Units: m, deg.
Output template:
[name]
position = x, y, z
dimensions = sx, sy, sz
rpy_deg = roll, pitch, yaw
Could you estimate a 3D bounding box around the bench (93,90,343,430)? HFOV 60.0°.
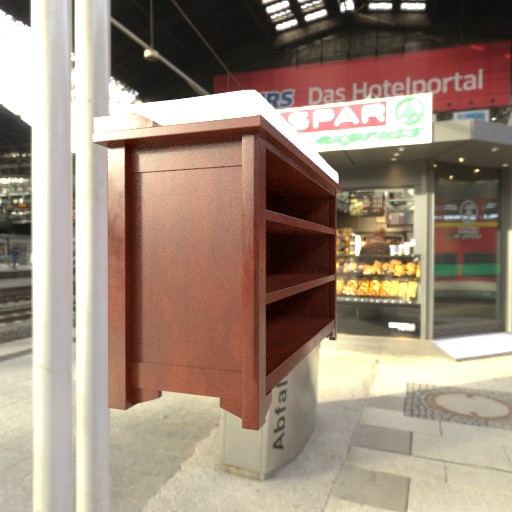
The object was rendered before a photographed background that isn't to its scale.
[bench]
position = 0.000, 0.000, 1.327
dimensions = 0.369, 0.646, 0.987
rpy_deg = 0, 1, 20
